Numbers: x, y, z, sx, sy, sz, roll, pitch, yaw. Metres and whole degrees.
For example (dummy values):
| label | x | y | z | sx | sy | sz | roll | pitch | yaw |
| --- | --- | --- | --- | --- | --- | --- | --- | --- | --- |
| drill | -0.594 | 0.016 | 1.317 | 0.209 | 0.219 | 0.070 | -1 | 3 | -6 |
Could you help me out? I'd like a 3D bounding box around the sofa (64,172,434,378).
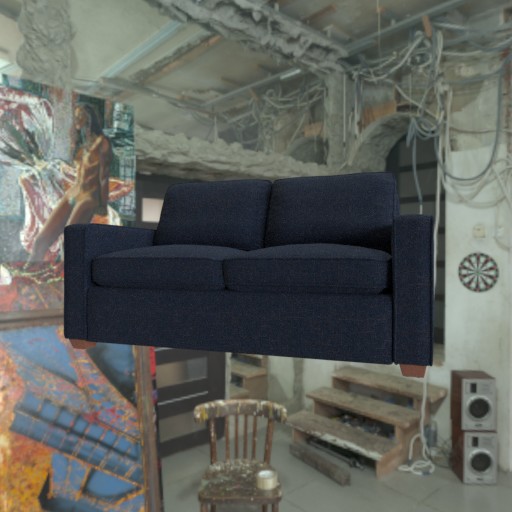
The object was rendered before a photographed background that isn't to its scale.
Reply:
| label | x | y | z | sx | sy | sz | roll | pitch | yaw |
| --- | --- | --- | --- | --- | --- | --- | --- | --- | --- |
| sofa | 0.000 | 0.000 | 2.320 | 1.709 | 0.918 | 0.947 | 0 | 0 | 19 |
